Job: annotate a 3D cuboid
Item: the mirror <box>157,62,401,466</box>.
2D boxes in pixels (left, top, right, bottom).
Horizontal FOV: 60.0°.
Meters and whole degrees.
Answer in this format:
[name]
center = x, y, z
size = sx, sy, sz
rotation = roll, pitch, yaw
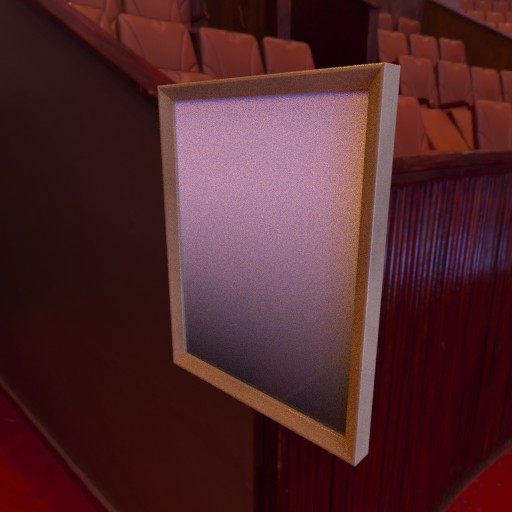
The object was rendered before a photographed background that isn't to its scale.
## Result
[mirror]
center = 0.000, 0.000, 0.679
size = 0.406, 0.509, 0.041
rotation = 15, 22, 41
